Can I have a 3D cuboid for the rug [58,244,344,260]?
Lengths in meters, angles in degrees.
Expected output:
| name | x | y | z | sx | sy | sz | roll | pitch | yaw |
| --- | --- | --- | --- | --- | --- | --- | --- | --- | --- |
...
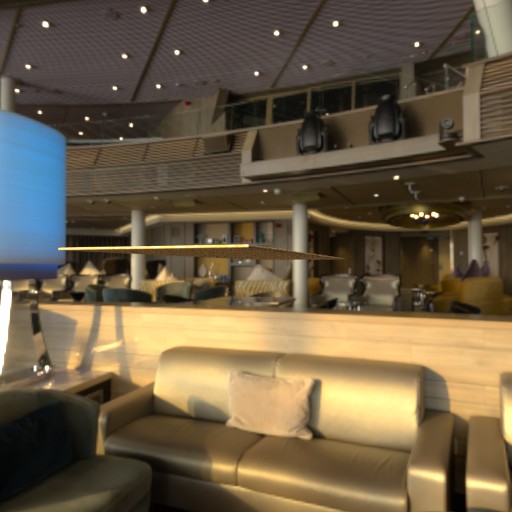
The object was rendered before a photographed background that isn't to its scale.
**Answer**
| name | x | y | z | sx | sy | sz | roll | pitch | yaw |
| --- | --- | --- | --- | --- | --- | --- | --- | --- | --- |
| rug | 0.000 | 0.000 | 2.700 | 0.775 | 0.010 | 2.438 | 0 | -1 | 18 |
